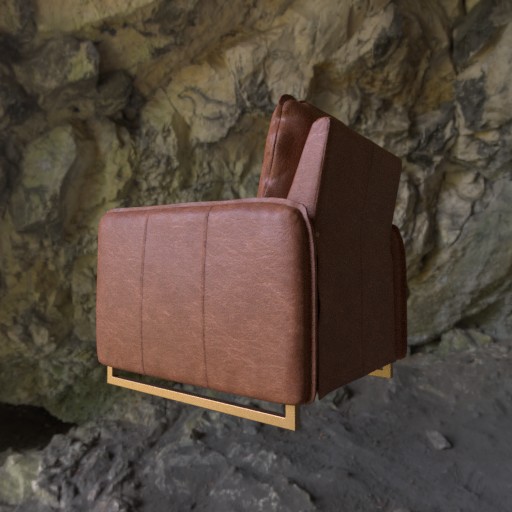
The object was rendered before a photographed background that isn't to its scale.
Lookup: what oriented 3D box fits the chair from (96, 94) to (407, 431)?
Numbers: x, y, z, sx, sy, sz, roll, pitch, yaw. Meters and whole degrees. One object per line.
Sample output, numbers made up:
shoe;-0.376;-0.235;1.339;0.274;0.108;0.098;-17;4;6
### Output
chair;0.000;0.000;1.655;0.922;0.922;0.830;-1;-2;37
